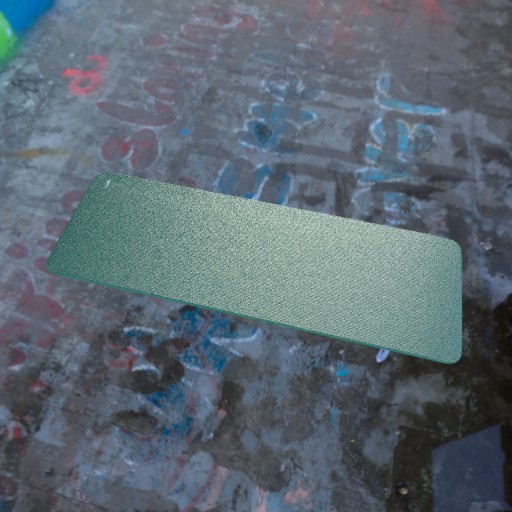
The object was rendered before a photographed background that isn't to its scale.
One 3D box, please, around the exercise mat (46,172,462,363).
[{"bbox_3d":[0.000,0.000,2.067,1.869,0.021,0.616,12,60,7],"label":"exercise mat"}]
